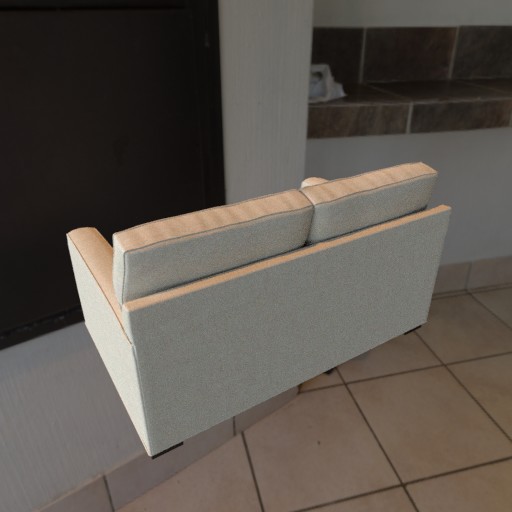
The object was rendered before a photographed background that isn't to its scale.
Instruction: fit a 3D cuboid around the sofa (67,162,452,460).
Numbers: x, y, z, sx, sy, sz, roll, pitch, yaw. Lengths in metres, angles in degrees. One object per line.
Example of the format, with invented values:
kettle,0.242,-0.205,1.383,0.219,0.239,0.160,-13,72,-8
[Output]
sofa,0.000,0.000,2.081,1.484,0.853,0.942,-17,33,-28
